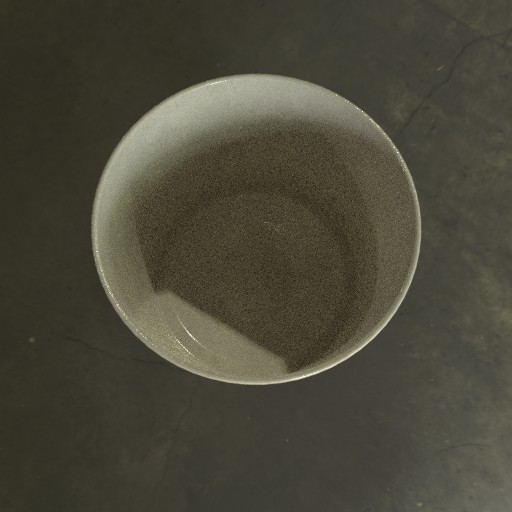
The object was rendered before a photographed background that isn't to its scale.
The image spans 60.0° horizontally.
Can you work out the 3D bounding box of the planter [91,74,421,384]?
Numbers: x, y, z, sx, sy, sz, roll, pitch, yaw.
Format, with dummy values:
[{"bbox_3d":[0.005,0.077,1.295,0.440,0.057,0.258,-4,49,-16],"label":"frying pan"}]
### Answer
[{"bbox_3d":[0.000,0.000,0.342,0.190,0.181,0.190,0,74,0],"label":"planter"}]
